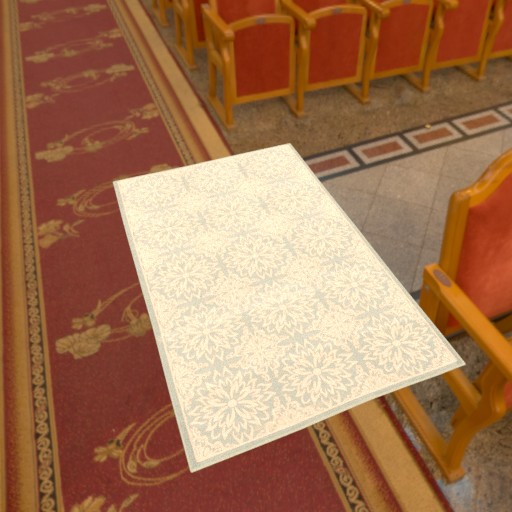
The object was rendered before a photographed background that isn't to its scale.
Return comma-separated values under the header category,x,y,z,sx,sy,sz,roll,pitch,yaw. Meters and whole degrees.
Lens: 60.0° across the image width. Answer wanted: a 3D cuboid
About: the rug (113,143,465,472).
category,x,y,z,sx,sy,sz,roll,pitch,yaw
rug,0.000,0.000,2.338,1.219,0.012,1.840,-16,49,-14
